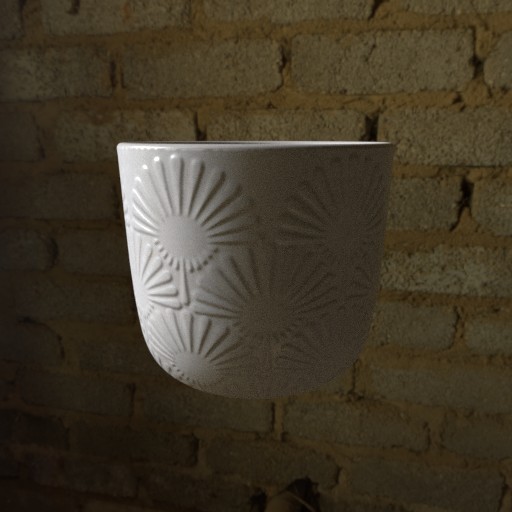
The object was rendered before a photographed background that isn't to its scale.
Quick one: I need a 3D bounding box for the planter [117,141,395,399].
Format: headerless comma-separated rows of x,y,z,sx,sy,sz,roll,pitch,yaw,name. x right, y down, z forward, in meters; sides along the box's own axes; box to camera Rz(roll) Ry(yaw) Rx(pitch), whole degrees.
0.000,0.000,0.220,0.124,0.109,0.124,0,15,0,planter
